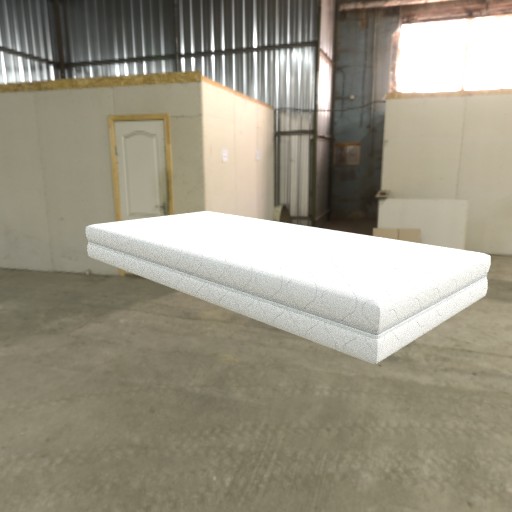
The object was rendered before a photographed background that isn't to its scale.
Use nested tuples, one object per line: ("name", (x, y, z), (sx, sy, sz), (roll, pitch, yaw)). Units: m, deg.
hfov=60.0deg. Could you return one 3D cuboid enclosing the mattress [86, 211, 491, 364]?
("mattress", (0.000, 0.000, 2.221), (0.900, 0.200, 1.900), (-13, 19, -43))
